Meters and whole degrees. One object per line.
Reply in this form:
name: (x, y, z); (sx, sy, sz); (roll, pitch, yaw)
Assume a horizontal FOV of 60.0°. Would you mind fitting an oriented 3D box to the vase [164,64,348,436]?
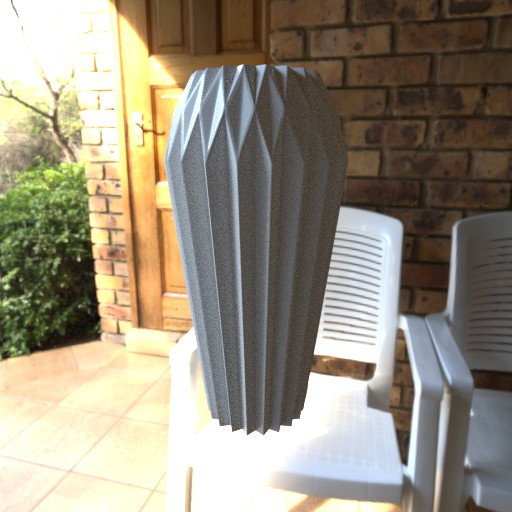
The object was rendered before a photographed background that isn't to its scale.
vase: (0.000, 0.000, 0.344); (0.133, 0.263, 0.133); (0, 14, 0)
